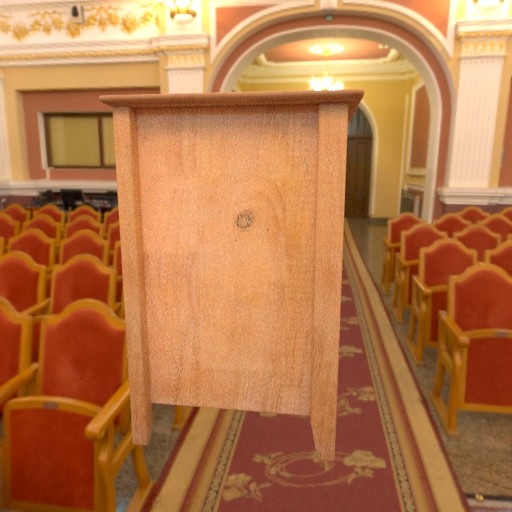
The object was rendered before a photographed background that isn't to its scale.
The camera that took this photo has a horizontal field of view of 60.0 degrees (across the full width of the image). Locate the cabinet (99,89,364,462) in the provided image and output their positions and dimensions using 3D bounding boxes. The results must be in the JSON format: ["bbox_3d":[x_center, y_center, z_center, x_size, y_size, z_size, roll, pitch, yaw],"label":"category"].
[{"bbox_3d":[0.000,0.000,1.254,0.503,0.762,0.763,2,11,8],"label":"cabinet"}]
